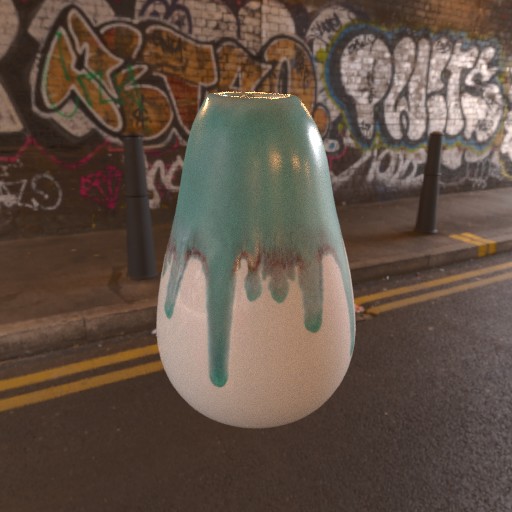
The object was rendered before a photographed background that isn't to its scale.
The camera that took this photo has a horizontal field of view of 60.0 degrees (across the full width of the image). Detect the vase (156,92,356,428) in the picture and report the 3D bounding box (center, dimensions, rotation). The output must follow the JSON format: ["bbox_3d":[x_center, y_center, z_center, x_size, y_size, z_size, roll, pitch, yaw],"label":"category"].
[{"bbox_3d":[0.000,0.000,0.253,0.116,0.179,0.116,0,16,0],"label":"vase"}]
